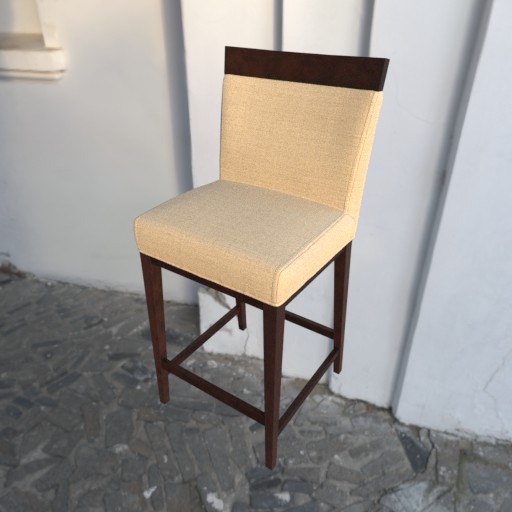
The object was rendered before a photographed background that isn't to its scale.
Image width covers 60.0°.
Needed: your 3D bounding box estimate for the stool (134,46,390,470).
[{"bbox_3d":[0.000,0.000,1.368,0.511,1.117,0.531,19,36,29],"label":"stool"}]
